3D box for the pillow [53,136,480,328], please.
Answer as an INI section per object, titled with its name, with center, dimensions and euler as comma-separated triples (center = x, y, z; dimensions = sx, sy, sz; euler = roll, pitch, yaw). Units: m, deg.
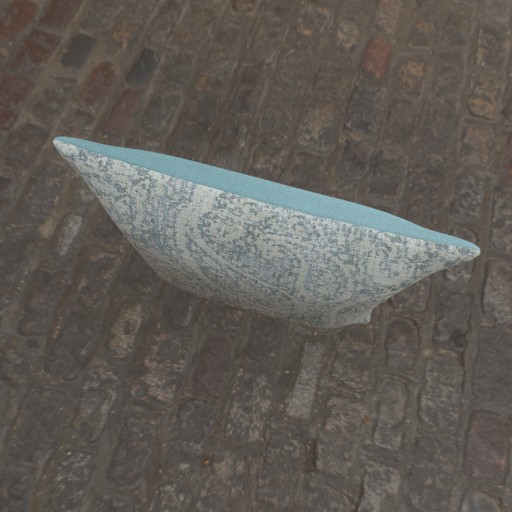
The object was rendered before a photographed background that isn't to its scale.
[pillow]
center = 0.000, 0.000, 0.760
dimensions = 0.526, 0.507, 0.166
euler = 15, 74, 4
